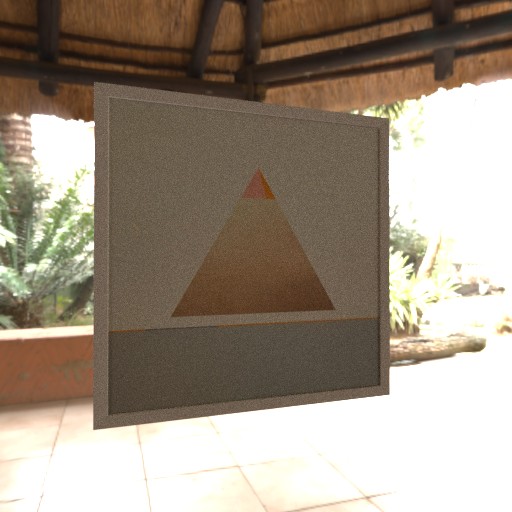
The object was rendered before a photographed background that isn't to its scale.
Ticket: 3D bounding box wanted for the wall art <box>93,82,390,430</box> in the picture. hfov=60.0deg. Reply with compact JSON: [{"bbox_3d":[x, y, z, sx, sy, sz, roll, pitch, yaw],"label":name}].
[{"bbox_3d":[0.000,0.000,1.117,0.768,0.765,0.041,0,-1,-19],"label":"wall art"}]
